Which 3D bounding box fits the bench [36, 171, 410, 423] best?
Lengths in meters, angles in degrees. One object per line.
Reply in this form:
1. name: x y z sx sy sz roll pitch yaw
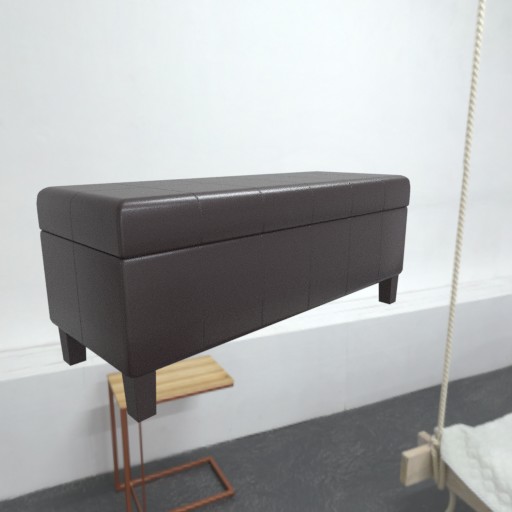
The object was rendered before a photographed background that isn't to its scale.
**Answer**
1. bench: 0.000 0.000 1.345 1.092 0.457 0.429 -13 19 -43
